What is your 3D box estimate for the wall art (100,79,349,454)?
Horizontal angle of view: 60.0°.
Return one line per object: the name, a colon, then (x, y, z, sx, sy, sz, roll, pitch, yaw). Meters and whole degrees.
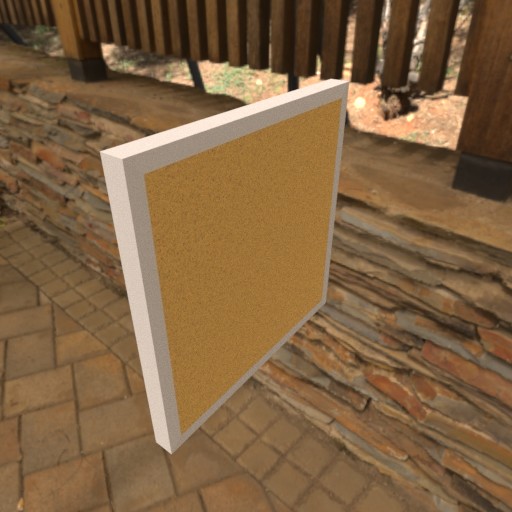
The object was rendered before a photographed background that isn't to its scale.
wall art: (0.000, 0.000, 1.975, 0.098, 1.291, 1.289, 22, 38, 31)
